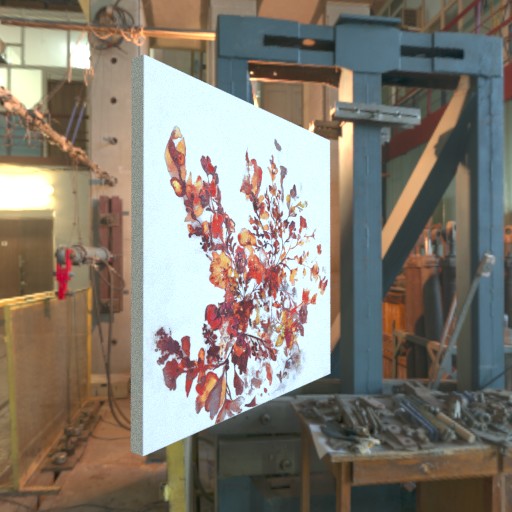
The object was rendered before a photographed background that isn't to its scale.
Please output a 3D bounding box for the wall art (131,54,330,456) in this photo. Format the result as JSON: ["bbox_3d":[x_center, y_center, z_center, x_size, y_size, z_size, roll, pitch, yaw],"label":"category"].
[{"bbox_3d":[0.000,0.000,1.146,0.037,0.757,0.757,0,-1,37],"label":"wall art"}]
